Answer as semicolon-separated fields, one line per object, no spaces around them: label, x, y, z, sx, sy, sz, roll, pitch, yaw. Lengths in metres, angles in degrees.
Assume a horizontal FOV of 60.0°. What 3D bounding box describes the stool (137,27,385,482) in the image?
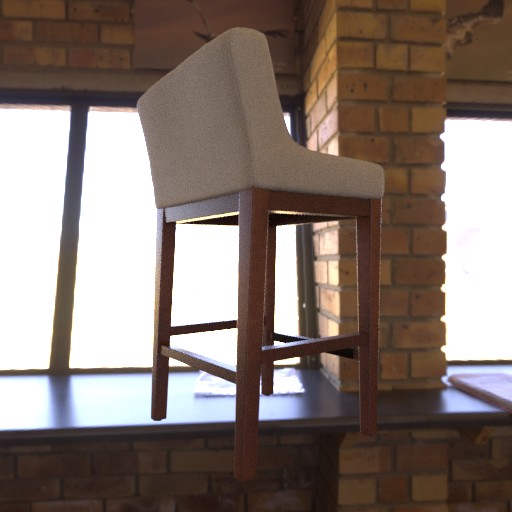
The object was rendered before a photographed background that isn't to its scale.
stool;0.000;0.000;1.208;0.500;0.937;0.511;0;-1;-37
